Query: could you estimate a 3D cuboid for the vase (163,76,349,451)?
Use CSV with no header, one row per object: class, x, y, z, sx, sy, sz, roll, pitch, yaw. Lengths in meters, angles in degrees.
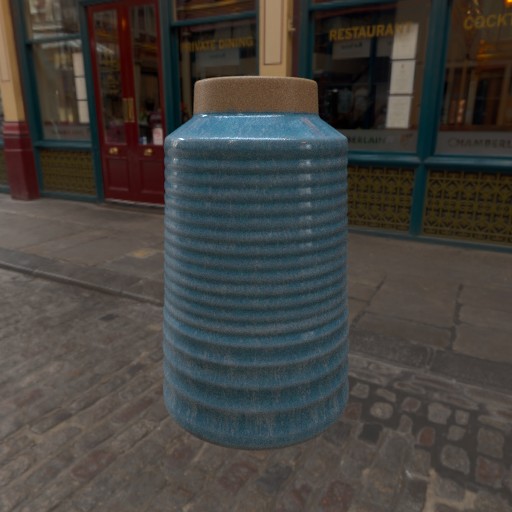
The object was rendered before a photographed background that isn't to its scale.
vase,0.000,0.000,0.365,0.163,0.267,0.163,0,16,0
